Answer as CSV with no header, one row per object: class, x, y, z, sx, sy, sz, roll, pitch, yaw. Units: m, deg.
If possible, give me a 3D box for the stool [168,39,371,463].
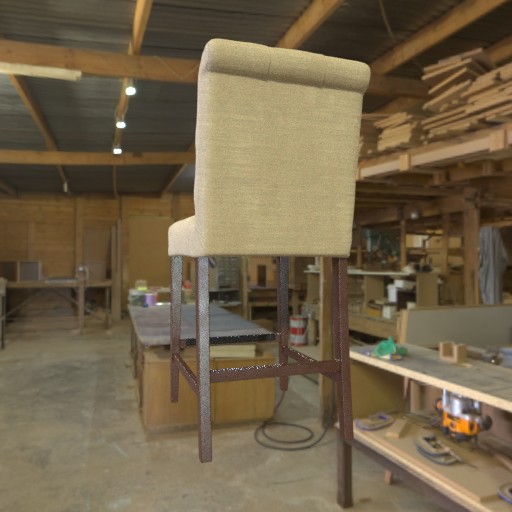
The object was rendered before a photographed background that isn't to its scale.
stool,0.000,0.000,1.444,0.486,1.084,0.660,0,0,-19
